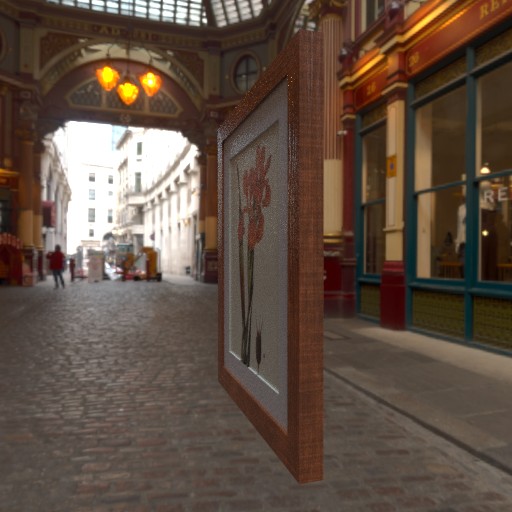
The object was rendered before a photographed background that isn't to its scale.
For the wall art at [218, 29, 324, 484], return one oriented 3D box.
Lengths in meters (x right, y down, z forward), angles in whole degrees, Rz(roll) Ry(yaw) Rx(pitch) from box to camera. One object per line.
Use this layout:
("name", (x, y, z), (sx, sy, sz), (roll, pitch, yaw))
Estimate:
("wall art", (0.000, 0.000, 0.779), (0.033, 0.567, 0.467), (0, 0, -17))
